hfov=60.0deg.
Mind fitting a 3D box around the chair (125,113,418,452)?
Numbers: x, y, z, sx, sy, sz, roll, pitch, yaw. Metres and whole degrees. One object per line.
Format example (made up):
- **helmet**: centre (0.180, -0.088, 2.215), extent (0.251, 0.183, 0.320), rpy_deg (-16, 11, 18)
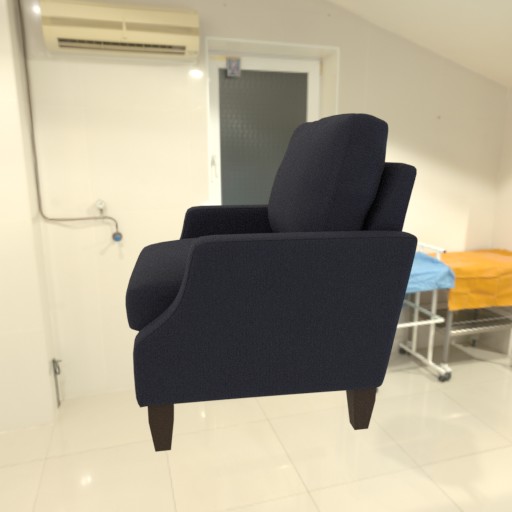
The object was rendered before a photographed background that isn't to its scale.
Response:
- **chair**: centre (0.000, 0.000, 1.649), extent (0.897, 0.991, 0.855), rpy_deg (-2, 13, -10)
